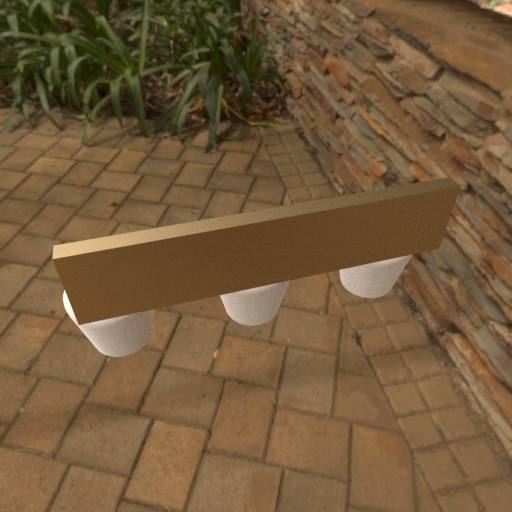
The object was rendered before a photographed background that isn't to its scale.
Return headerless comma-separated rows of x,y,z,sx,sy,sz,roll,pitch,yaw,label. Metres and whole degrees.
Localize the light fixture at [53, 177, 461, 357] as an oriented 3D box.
0.000,0.000,0.715,0.609,0.280,0.190,-11,42,-13,light fixture
